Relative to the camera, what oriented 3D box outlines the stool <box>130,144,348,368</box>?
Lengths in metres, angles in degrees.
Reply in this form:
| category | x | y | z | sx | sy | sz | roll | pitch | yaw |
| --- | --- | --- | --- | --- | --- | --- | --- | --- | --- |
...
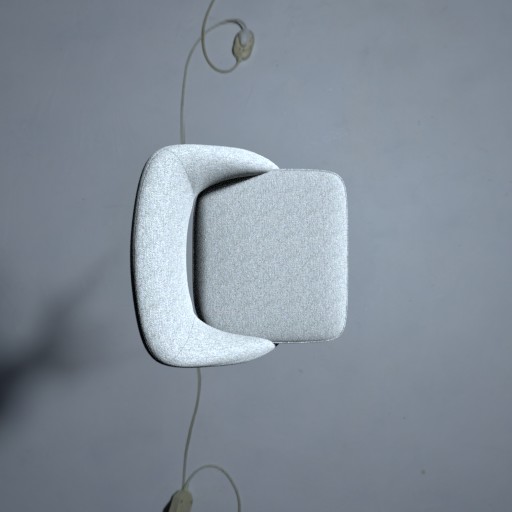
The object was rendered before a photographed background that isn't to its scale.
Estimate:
| category | x | y | z | sx | sy | sz | roll | pitch | yaw |
| --- | --- | --- | --- | --- | --- | --- | --- | --- | --- |
| stool | 0.000 | 0.000 | 1.406 | 0.524 | 1.089 | 0.536 | 0 | 90 | -1 |
